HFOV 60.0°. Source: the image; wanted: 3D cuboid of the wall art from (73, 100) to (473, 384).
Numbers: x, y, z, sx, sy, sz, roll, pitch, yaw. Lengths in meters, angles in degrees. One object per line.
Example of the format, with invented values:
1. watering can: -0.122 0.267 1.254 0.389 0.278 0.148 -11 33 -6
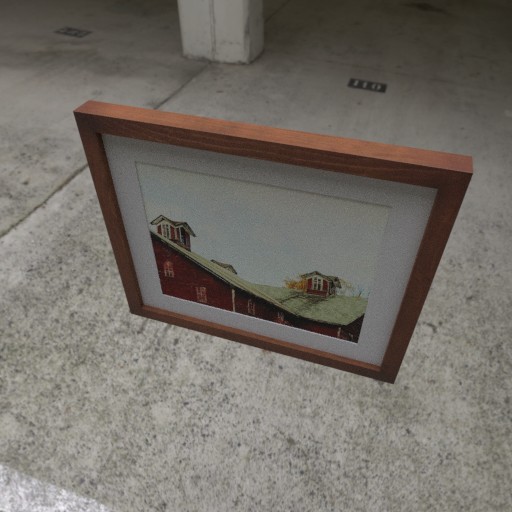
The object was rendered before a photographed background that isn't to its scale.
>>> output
1. wall art: 0.000 0.000 0.545 0.401 0.328 0.030 12 43 13
